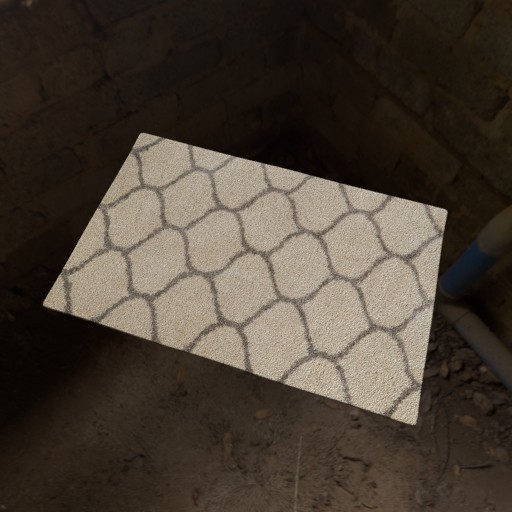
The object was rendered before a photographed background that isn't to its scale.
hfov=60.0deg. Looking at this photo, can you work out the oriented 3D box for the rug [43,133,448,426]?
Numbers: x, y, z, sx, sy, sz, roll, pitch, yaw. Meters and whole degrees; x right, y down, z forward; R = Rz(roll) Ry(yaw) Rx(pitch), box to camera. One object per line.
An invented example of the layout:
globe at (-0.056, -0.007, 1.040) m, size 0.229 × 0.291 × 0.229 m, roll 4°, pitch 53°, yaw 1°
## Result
rug at (0.000, 0.000, 2.950) m, size 2.348 × 0.024 × 1.501 m, roll 16°, pitch 64°, yaw 8°
